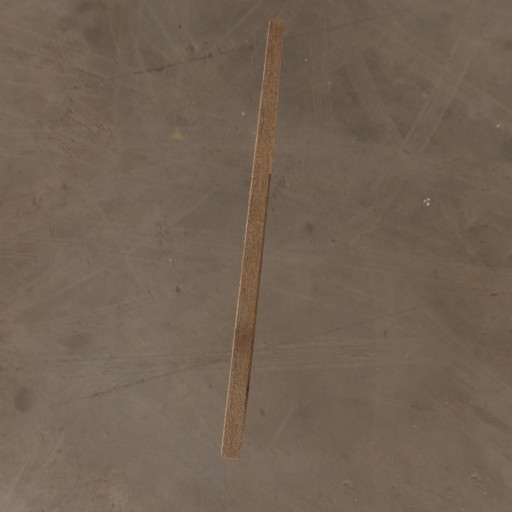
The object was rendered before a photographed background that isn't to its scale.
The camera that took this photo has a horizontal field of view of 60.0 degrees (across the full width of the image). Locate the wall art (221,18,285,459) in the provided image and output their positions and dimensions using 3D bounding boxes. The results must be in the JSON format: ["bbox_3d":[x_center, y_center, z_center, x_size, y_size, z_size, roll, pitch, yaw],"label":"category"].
[{"bbox_3d":[0.000,0.000,0.958,0.026,0.588,0.690,6,78,1],"label":"wall art"}]
